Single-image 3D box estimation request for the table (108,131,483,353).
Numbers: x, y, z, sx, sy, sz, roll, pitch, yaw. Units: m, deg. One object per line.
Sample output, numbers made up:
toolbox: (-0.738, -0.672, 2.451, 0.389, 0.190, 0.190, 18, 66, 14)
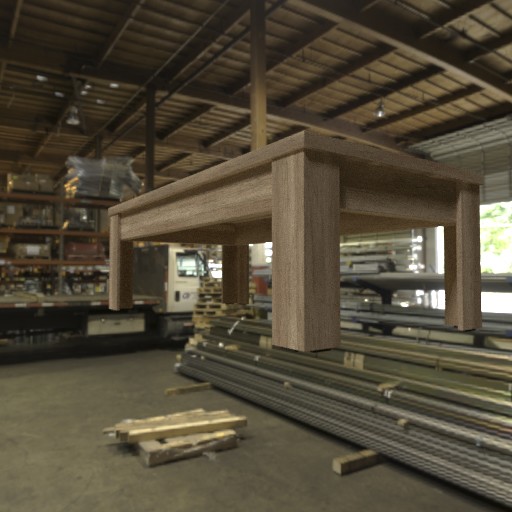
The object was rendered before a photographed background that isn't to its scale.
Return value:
table: (0.000, 0.000, 1.657, 0.700, 0.460, 1.350, 2, -3, -35)
